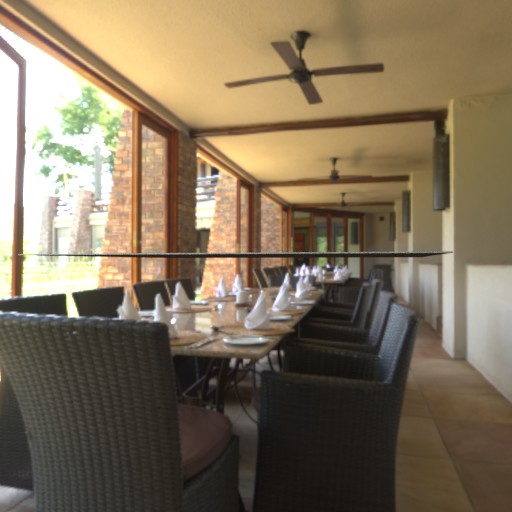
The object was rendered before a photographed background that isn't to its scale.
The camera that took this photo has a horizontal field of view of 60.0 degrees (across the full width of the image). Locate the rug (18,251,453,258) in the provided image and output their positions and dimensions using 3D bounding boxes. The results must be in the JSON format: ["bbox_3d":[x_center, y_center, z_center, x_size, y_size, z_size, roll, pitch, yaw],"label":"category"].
[{"bbox_3d":[0.000,0.000,4.074,3.036,0.008,2.440,0,-1,17],"label":"rug"}]
